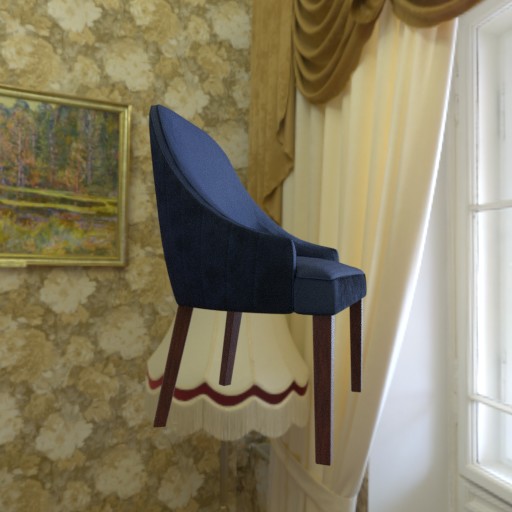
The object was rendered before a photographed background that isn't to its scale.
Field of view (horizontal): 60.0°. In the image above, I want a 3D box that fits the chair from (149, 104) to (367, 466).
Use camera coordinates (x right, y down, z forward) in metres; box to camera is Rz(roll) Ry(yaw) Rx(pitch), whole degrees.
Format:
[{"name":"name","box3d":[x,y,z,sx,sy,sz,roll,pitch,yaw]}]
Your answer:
[{"name":"chair","box3d":[0.000,0.000,1.301,0.575,0.889,0.643,-1,-2,19]}]
